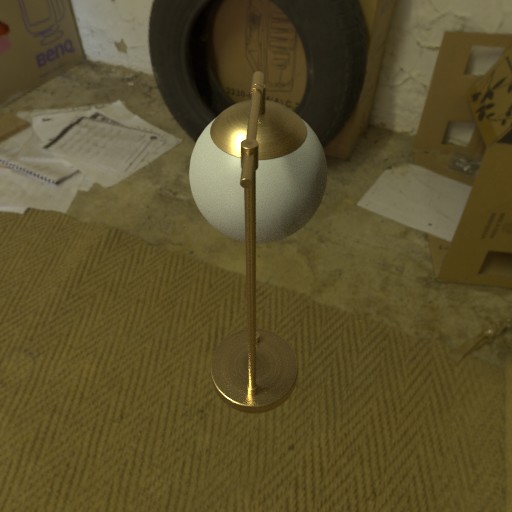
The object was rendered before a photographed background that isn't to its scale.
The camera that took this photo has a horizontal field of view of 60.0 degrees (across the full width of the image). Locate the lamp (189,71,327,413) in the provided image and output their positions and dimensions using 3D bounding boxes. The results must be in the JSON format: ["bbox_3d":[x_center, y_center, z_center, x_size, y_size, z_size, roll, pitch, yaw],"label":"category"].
[{"bbox_3d":[0.000,0.000,0.715,0.207,0.559,0.324,2,47,2],"label":"lamp"}]
